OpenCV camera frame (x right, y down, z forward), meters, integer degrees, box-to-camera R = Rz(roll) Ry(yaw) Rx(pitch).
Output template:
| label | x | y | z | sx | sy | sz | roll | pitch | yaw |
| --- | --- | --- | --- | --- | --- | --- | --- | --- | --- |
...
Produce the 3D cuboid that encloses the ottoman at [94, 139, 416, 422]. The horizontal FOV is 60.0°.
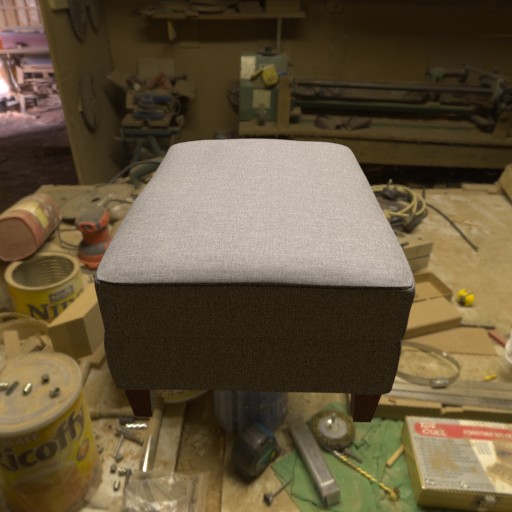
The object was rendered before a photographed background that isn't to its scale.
| label | x | y | z | sx | sy | sz | roll | pitch | yaw |
| --- | --- | --- | --- | --- | --- | --- | --- | --- | --- |
| ottoman | 0.000 | 0.000 | 1.265 | 0.639 | 0.494 | 0.873 | 1 | 31 | 1 |
